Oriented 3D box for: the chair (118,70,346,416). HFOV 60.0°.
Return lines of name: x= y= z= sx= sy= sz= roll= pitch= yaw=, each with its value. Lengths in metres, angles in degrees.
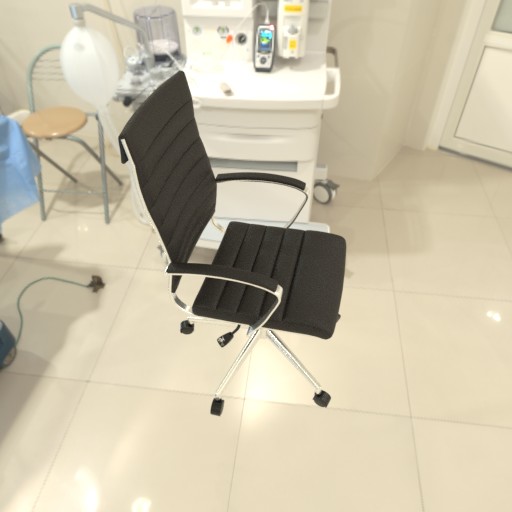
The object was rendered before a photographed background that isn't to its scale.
chair: x=0.000 y=0.000 z=1.652 sx=0.739 sy=1.149 sz=0.766 roll=10 pitch=45 yaw=10
